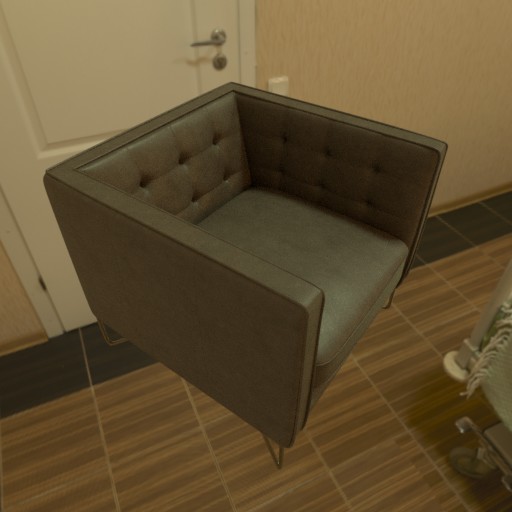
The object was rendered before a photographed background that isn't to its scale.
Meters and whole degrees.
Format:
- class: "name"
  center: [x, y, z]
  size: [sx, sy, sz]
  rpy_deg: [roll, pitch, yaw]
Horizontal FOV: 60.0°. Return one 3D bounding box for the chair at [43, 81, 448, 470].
- class: "chair"
  center: [0.000, 0.000, 1.549]
  size: [0.894, 0.790, 0.880]
  rpy_deg: [26, 47, 26]
